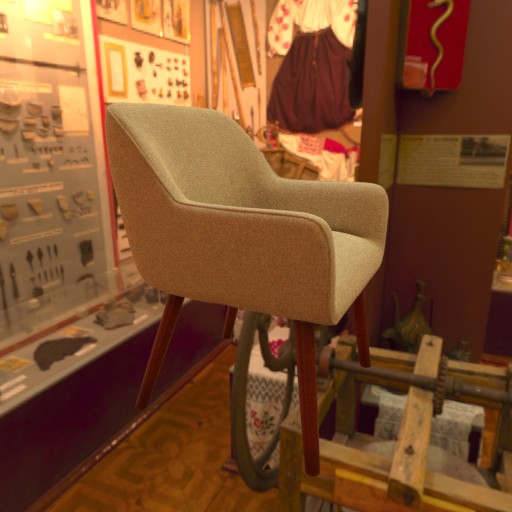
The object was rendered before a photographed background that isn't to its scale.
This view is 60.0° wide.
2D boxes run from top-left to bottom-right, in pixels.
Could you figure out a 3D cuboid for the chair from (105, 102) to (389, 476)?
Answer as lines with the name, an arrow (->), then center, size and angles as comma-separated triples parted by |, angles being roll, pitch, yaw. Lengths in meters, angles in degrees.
chair -> 0.000, 0.000, 1.237 | 0.610, 0.813, 0.610 | 8, 18, 25
